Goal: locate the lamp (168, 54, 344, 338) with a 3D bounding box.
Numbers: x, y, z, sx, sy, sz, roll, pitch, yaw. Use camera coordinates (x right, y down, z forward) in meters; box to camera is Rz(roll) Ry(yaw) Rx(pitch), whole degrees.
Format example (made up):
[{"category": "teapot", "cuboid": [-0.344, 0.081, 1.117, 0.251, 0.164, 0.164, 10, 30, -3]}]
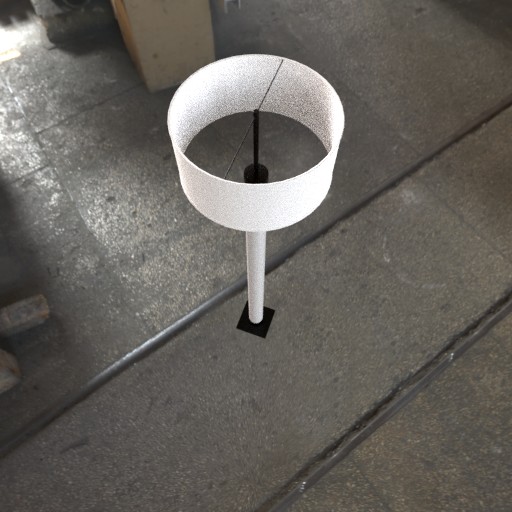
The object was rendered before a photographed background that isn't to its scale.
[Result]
[{"category": "lamp", "cuboid": [0.000, 0.000, 1.696, 0.420, 1.475, 0.420, 18, 64, 9]}]
